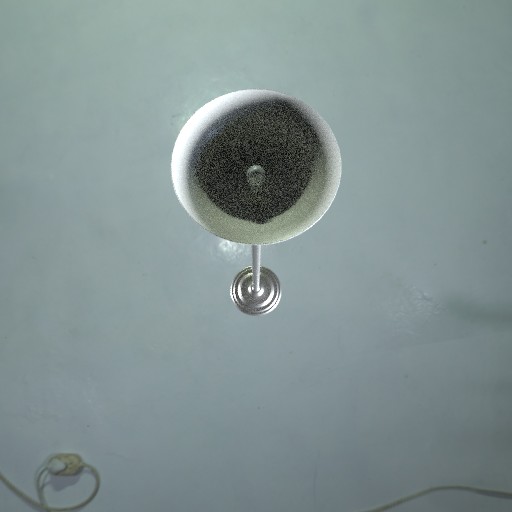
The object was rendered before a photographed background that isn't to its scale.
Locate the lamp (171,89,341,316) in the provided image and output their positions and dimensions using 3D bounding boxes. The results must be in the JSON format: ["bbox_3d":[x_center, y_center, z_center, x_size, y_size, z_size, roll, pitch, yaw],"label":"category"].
[{"bbox_3d":[0.000,0.000,1.912,0.405,1.771,0.405,-11,76,-3],"label":"lamp"}]
